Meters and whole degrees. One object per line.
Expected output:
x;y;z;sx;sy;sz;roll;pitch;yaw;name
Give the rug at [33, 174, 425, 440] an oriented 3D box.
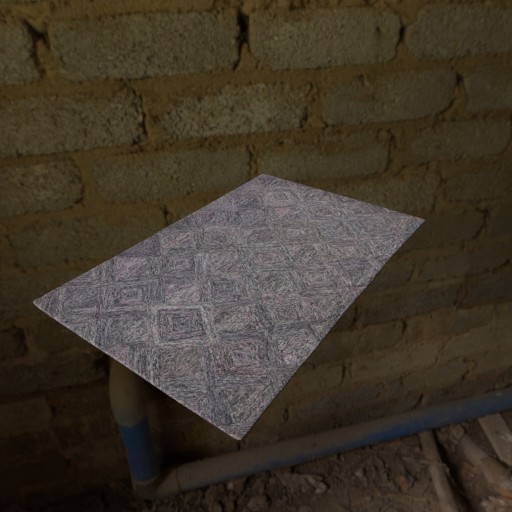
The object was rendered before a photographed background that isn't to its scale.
0.000;0.000;2.245;1.158;0.013;1.752;22;39;29;rug
